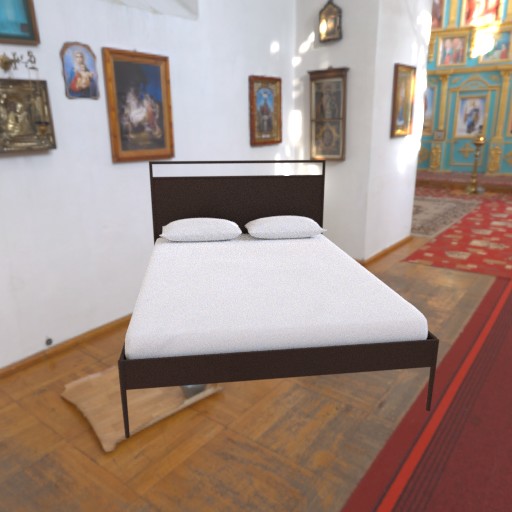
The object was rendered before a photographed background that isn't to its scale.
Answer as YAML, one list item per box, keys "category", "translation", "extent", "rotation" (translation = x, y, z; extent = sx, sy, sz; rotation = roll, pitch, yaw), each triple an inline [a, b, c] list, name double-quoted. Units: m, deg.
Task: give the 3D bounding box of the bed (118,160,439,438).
- category: "bed"
  translation: [0.000, 0.000, 3.084]
  extent: [1.572, 1.173, 2.122]
  rotation: [-2, 16, -8]
